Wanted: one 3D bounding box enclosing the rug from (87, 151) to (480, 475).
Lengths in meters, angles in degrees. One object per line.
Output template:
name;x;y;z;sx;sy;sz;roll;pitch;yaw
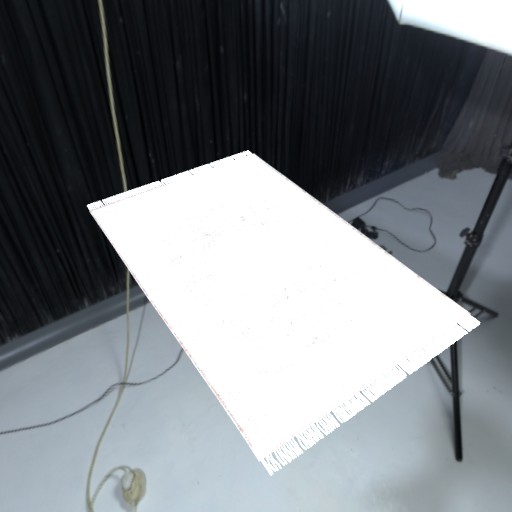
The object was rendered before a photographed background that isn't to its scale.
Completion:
rug;0.000;0.000;3.008;1.528;0.010;2.440;-25;48;-25
